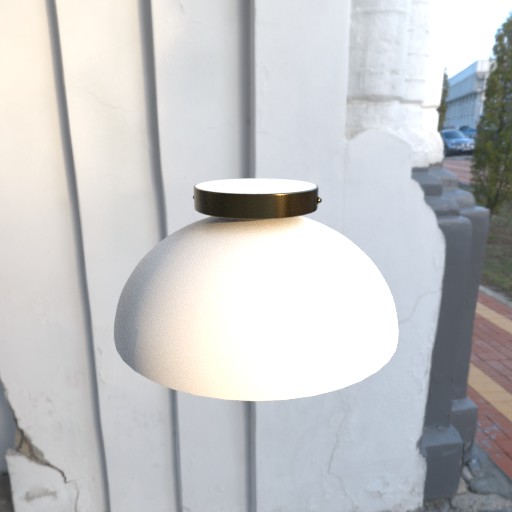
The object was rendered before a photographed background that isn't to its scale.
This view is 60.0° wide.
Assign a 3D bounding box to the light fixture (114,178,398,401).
[{"bbox_3d":[0.000,0.000,0.555,0.355,0.177,0.355,0,16,0],"label":"light fixture"}]
